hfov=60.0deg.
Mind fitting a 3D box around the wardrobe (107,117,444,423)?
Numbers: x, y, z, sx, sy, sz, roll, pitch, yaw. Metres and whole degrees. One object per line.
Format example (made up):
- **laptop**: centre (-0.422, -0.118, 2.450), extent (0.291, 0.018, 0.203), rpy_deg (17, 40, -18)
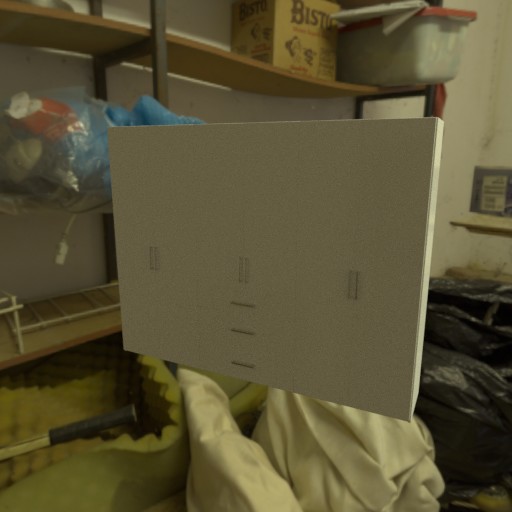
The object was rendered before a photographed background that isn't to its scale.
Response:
- **wardrobe**: centre (0.000, 0.000, 4.142), extent (3.000, 2.360, 0.580), rpy_deg (7, 15, 26)
